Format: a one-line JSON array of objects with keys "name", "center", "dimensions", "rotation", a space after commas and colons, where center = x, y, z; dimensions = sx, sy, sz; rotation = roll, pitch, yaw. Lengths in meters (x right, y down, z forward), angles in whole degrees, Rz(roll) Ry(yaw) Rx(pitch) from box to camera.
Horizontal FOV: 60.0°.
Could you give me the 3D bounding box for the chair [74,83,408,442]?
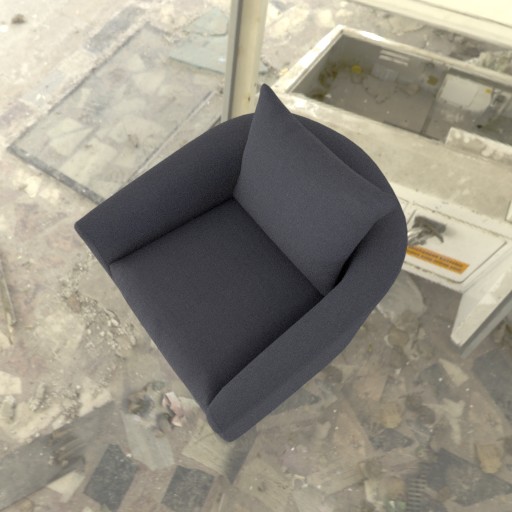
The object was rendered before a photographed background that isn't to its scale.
[{"name": "chair", "center": [0.000, 0.000, 1.575], "dimensions": [0.910, 0.848, 0.845], "rotation": [-35, 68, -16]}]
